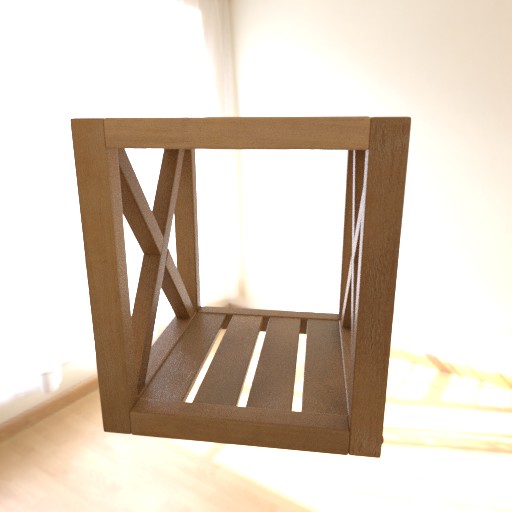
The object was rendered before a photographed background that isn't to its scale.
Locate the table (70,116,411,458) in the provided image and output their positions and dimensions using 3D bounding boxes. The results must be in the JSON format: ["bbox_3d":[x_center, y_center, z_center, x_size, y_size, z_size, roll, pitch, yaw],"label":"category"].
[{"bbox_3d":[0.000,0.000,1.044,0.558,0.610,0.559,2,16,8],"label":"table"}]
